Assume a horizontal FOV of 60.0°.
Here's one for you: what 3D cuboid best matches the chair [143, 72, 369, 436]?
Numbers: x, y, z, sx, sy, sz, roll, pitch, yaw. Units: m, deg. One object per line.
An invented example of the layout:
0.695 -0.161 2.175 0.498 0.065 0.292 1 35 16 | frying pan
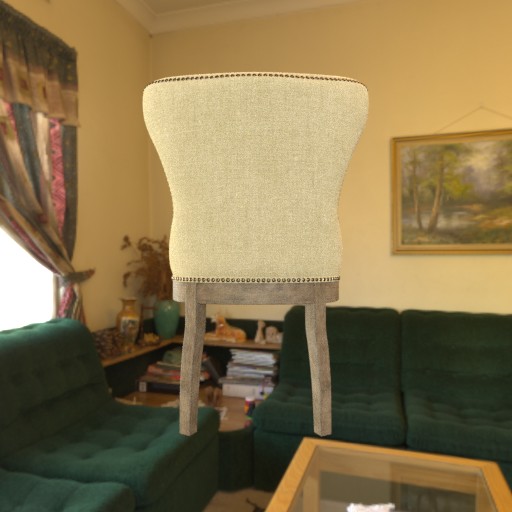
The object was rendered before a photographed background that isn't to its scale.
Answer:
0.000 0.000 1.469 0.654 1.002 0.681 0 0 0 | chair
